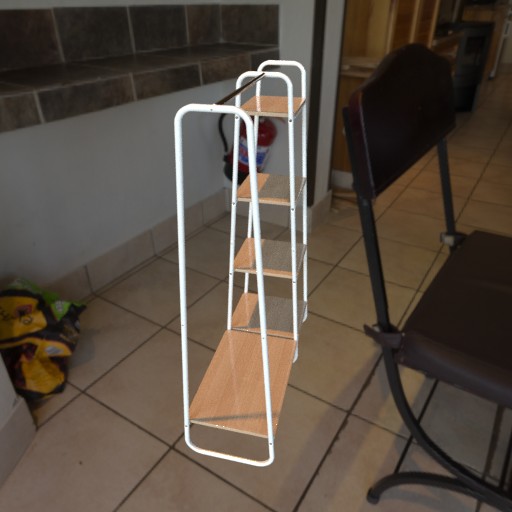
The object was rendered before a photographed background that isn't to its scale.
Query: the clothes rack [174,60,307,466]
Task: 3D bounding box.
[{"bbox_3d":[0.000,0.000,1.982,0.400,1.500,1.011,7,31,12],"label":"clothes rack"}]
